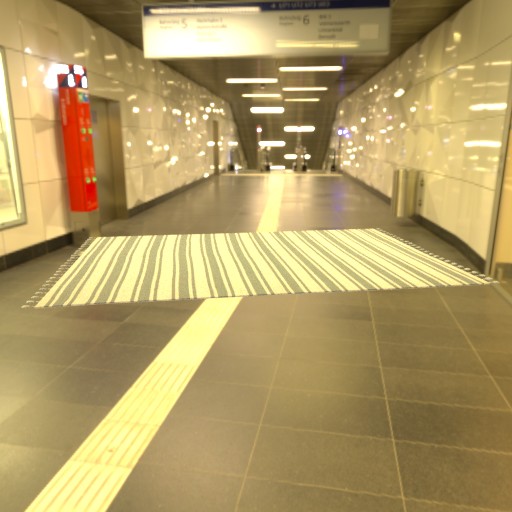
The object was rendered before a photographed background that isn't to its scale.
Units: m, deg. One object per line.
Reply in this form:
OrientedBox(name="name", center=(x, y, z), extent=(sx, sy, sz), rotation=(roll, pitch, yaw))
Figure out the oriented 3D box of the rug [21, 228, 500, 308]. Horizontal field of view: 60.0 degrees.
OrientedBox(name="rug", center=(0.000, 0.000, 2.919), extent=(2.410, 0.011, 1.539), rotation=(-2, 15, -9))
